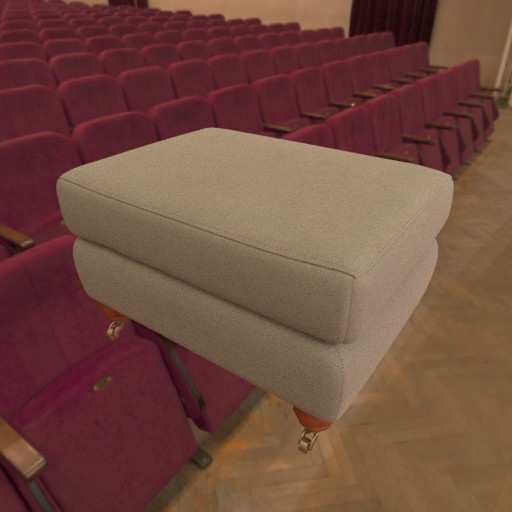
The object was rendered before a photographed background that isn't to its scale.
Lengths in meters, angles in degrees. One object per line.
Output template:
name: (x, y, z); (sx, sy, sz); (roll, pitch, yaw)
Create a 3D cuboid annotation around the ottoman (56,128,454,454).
ottoman: (0.000, 0.000, 1.113); (0.773, 0.499, 0.569); (20, 35, 30)
